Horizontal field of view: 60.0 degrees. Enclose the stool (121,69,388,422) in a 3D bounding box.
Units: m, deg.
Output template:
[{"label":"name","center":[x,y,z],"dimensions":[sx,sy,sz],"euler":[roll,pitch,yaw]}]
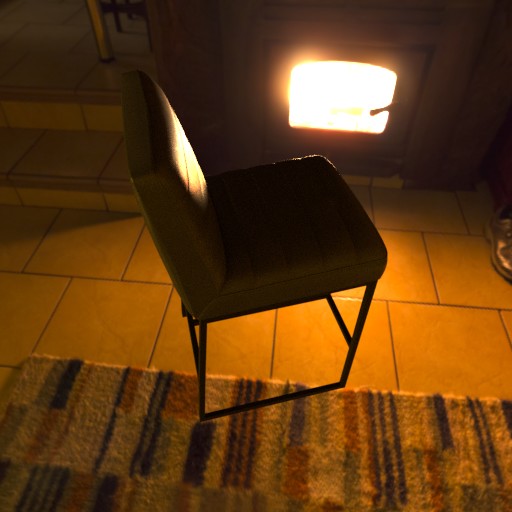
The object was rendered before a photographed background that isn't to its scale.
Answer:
[{"label":"stool","center":[0.000,0.000,1.249],"dimensions":[0.552,0.938,0.457],"euler":[-10,46,-10]}]
